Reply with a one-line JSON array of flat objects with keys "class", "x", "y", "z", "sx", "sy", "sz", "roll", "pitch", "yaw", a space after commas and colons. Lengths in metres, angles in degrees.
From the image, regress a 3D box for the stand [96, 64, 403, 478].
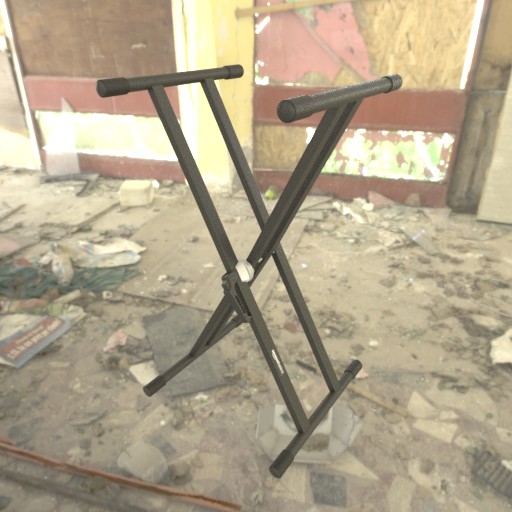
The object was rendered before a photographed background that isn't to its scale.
[{"class": "stand", "x": 0.000, "y": 0.000, "z": 1.195, "sx": 0.503, "sy": 0.900, "sz": 0.495, "roll": 19, "pitch": 33, "yaw": 31}]
